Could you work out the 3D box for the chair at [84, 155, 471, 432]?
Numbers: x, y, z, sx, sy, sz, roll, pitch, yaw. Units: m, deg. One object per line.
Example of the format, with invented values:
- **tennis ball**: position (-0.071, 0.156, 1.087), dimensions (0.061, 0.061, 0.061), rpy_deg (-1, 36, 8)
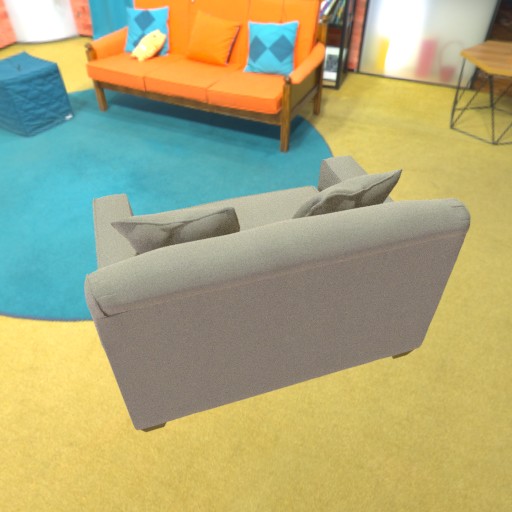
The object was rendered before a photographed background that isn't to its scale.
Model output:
- **chair**: position (0.000, 0.000, 2.076), dimensions (1.383, 0.948, 1.000), rpy_deg (-12, 44, -13)
